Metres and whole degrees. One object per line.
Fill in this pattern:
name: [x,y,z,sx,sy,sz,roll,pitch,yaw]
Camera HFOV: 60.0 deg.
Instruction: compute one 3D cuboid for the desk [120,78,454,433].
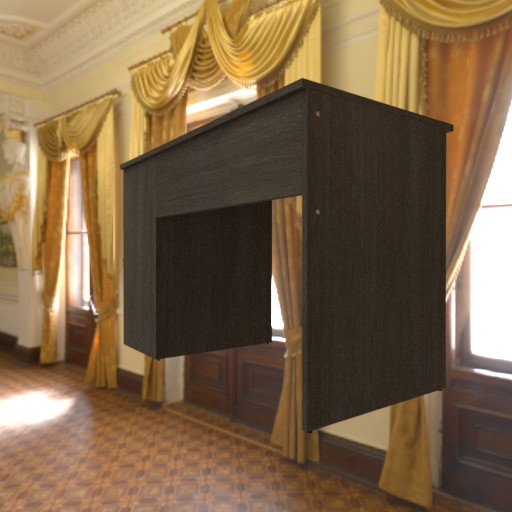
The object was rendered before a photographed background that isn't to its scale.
desk: [0.000,0.000,1.507,0.560,0.730,1.096,0,0,-36]
